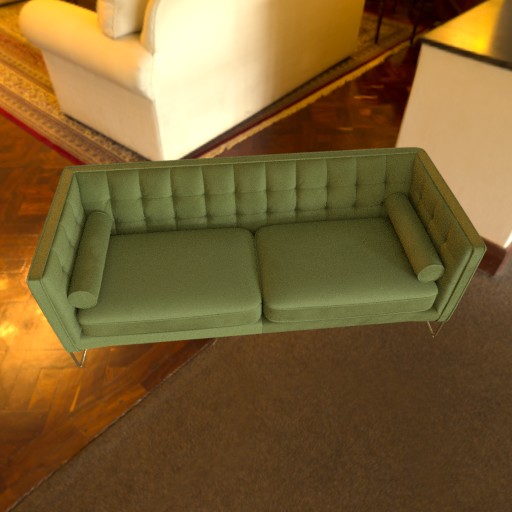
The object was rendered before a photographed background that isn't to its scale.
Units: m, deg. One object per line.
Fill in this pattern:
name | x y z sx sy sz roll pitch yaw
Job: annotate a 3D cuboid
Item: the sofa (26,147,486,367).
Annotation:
sofa | 0.000 0.000 2.512 2.087 0.789 0.867 -4 47 -4
